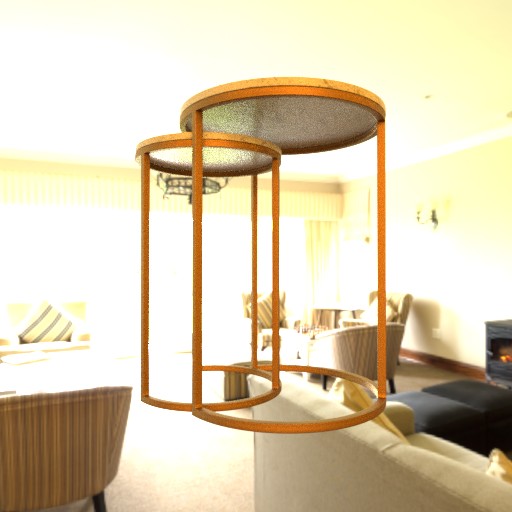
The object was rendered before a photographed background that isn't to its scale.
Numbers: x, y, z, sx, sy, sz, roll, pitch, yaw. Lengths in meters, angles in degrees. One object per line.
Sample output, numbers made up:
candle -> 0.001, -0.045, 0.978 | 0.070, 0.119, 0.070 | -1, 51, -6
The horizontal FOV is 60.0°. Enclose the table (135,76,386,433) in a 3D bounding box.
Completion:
table -> 0.000, 0.000, 0.898 | 0.507, 0.550, 0.400 | 0, -1, 18
